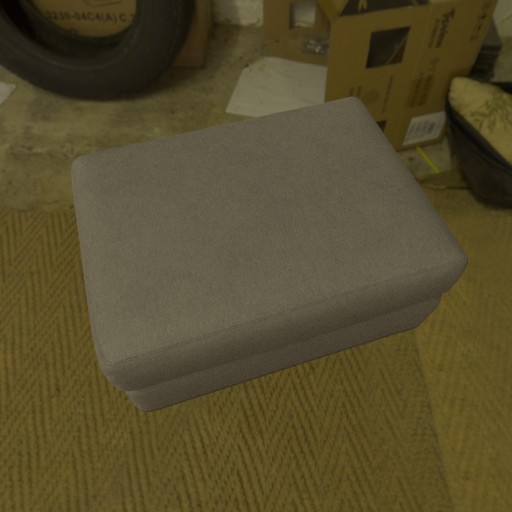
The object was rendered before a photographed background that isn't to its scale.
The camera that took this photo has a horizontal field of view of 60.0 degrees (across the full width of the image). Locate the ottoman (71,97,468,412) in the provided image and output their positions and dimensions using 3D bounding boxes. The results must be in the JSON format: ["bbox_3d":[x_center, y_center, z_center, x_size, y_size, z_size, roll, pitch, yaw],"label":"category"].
[{"bbox_3d":[0.000,0.000,1.141,0.773,0.497,0.574,-15,59,-10],"label":"ottoman"}]
